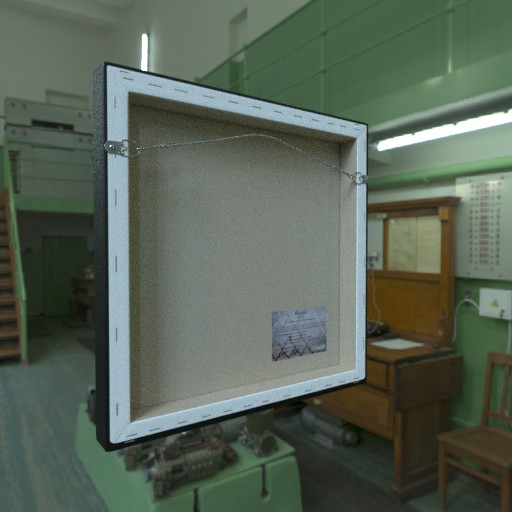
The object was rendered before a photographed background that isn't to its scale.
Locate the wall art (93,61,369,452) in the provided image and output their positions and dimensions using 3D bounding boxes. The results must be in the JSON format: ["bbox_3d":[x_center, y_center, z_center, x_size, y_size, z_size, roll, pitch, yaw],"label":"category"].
[{"bbox_3d":[0.000,0.000,0.587,0.406,0.407,0.041,-1,2,-35],"label":"wall art"}]
